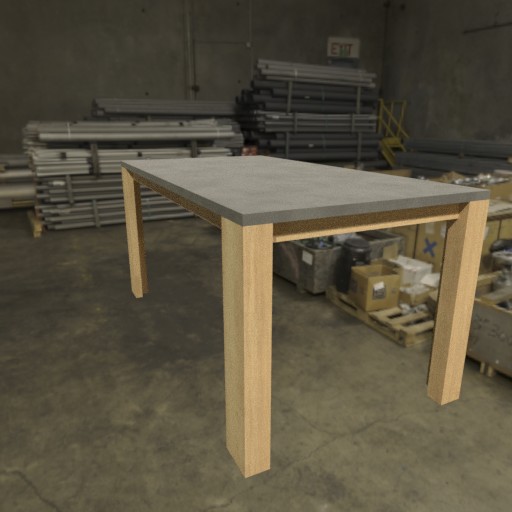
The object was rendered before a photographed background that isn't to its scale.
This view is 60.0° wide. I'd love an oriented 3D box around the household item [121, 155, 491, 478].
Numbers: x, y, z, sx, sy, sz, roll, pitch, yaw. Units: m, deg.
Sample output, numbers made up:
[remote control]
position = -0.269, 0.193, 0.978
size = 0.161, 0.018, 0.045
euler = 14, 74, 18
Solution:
[household item]
position = 0.000, 0.000, 2.002
size = 0.850, 0.755, 1.600
euler = -8, 19, -25
